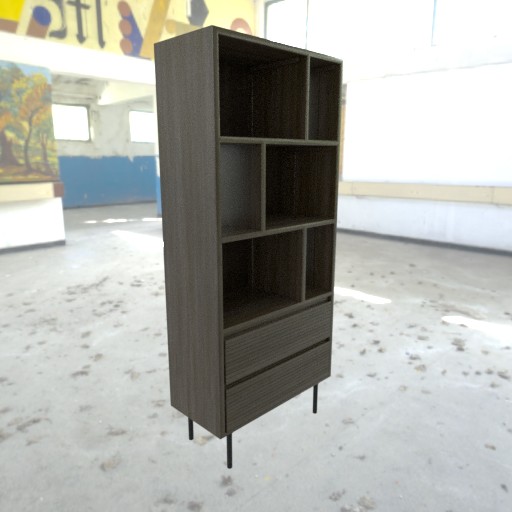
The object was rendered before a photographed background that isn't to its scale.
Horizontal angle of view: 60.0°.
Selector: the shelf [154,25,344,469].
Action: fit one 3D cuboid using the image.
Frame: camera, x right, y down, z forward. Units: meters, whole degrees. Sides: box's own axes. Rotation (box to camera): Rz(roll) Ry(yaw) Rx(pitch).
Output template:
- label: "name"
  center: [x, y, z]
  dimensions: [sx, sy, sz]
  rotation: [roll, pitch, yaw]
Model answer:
- label: "shelf"
  center: [0.000, 0.000, 1.806]
  dimensions: [0.670, 1.545, 0.323]
  rotation: [-12, 18, -43]
